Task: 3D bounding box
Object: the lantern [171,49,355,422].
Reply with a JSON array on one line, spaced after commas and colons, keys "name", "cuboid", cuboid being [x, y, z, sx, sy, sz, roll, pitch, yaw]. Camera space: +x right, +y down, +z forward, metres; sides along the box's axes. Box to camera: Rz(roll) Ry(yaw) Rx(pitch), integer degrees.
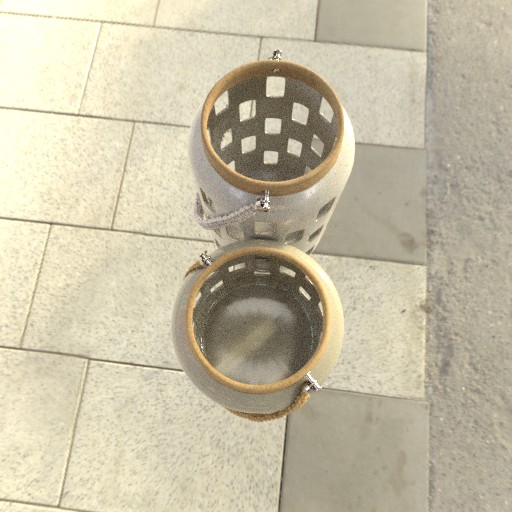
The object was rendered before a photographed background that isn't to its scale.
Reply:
[{"name": "lantern", "cuboid": [0.000, 0.000, 0.491, 0.184, 0.255, 0.347, 4, 74, 1]}]
